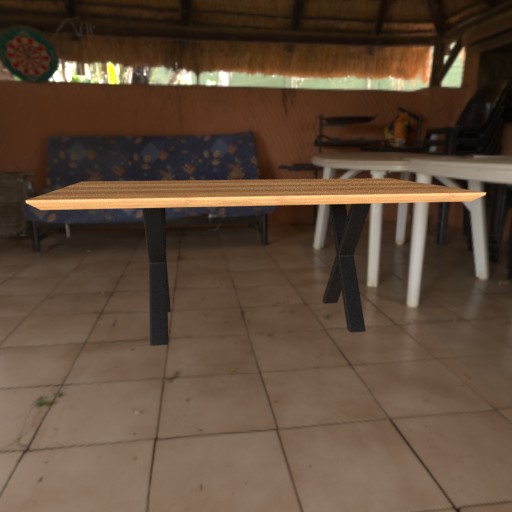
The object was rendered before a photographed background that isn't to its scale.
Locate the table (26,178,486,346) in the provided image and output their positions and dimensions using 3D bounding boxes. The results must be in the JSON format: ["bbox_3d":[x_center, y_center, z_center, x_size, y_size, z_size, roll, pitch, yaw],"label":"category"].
[{"bbox_3d":[0.000,0.000,2.472,2.000,0.770,1.000,-2,14,-9],"label":"table"}]
